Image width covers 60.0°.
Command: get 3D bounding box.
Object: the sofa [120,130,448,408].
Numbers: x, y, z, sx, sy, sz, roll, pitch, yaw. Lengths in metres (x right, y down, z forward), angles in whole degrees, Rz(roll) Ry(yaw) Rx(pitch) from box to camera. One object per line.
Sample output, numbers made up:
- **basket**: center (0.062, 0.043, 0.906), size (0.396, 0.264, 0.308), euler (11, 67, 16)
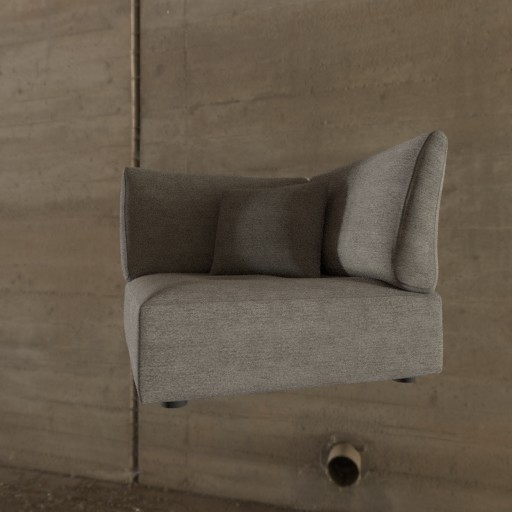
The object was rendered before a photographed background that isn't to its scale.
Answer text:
- **sofa**: center (0.000, 0.000, 1.732), size (1.000, 0.820, 1.000), euler (0, 0, -18)
